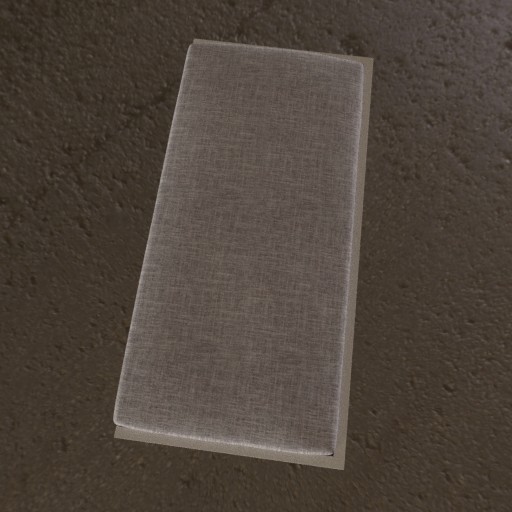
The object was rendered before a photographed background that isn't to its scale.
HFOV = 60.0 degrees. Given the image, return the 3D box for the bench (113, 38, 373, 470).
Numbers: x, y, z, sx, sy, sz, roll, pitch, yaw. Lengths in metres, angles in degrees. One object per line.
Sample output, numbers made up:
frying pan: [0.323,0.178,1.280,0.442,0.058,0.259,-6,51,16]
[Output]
bench: [0.000,0.000,0.960,0.362,0.461,0.734,7,75,2]
